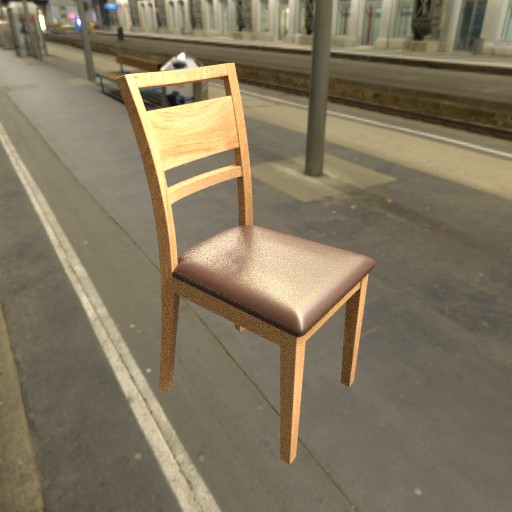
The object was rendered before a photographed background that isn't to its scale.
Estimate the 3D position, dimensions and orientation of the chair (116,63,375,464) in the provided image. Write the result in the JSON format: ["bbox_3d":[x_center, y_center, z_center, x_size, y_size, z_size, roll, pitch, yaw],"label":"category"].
[{"bbox_3d":[0.000,0.000,1.231,0.545,0.940,0.420,19,34,32],"label":"chair"}]
